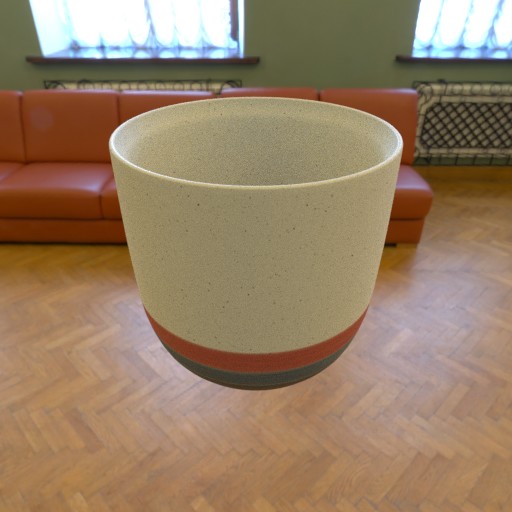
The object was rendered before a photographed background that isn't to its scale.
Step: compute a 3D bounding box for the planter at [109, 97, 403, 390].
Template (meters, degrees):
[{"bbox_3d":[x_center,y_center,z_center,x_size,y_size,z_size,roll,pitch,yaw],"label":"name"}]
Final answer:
[{"bbox_3d":[0.000,0.000,0.375,0.204,0.214,0.204,0,33,0],"label":"planter"}]
